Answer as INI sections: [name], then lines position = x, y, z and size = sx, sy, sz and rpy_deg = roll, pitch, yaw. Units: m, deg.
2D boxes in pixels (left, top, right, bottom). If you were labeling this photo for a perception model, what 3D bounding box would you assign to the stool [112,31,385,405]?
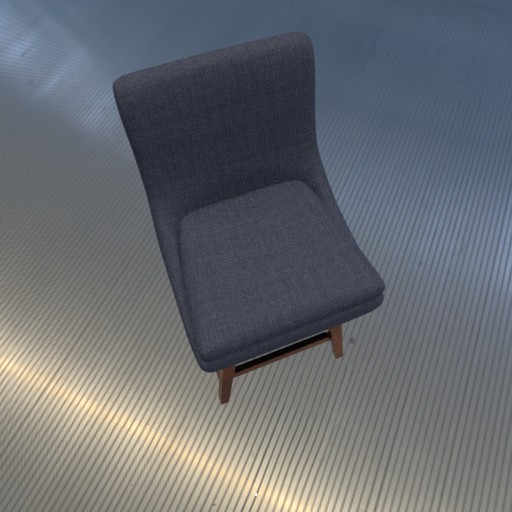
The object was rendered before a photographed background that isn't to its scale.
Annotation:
[stool]
position = 0.000, 0.000, 1.174
size = 0.467, 0.895, 0.524
rpy_deg = -19, 63, -10
